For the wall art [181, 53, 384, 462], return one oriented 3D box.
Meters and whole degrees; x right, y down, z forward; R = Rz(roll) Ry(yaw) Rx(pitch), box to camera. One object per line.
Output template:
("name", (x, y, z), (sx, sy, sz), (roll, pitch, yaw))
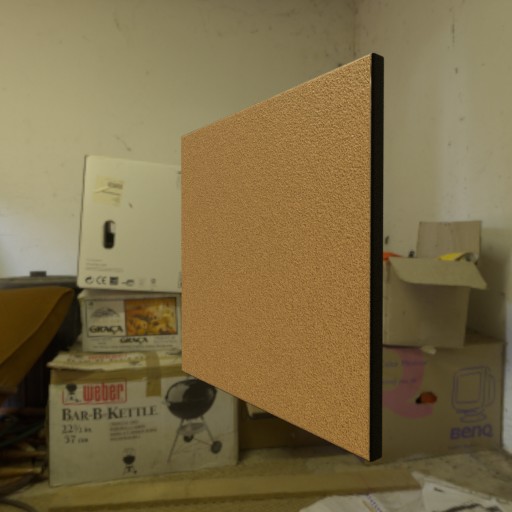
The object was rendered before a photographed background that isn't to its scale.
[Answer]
("wall art", (0.000, 0.000, 0.677), (0.022, 0.453, 0.456), (-1, 1, -37))
